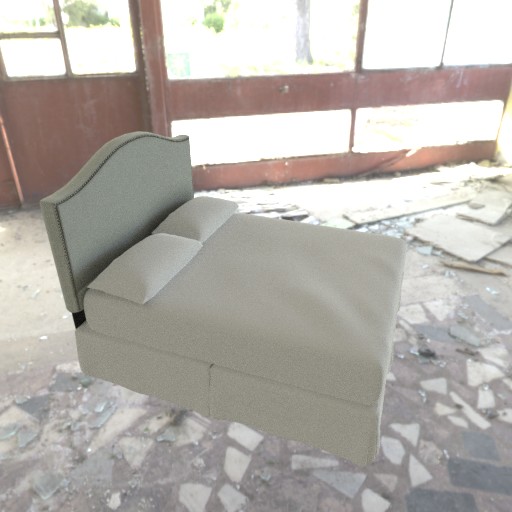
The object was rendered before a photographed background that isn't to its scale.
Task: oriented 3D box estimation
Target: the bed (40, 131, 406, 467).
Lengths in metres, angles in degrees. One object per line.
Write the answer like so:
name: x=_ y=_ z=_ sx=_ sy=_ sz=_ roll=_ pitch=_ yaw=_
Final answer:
bed: x=0.000 y=0.000 z=3.307 sx=2.180 sy=1.607 sz=1.813 roll=10 pitch=31 yaw=18
